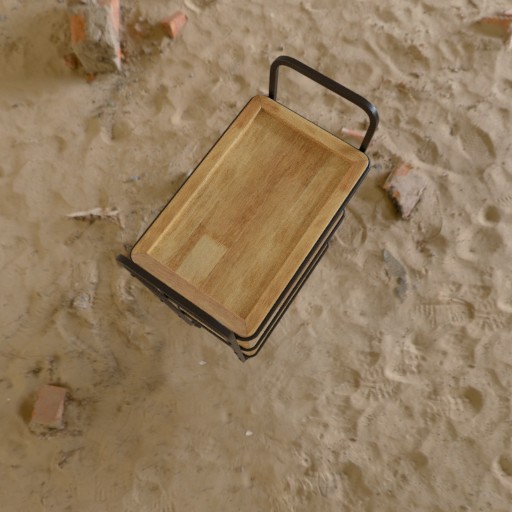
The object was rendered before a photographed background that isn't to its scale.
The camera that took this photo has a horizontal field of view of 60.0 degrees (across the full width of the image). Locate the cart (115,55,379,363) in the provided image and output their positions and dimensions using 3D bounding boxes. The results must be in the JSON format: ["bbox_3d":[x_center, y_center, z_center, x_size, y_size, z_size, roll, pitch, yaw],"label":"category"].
[{"bbox_3d":[0.000,0.000,1.330,0.321,1.080,0.545,33,77,9],"label":"cart"}]
